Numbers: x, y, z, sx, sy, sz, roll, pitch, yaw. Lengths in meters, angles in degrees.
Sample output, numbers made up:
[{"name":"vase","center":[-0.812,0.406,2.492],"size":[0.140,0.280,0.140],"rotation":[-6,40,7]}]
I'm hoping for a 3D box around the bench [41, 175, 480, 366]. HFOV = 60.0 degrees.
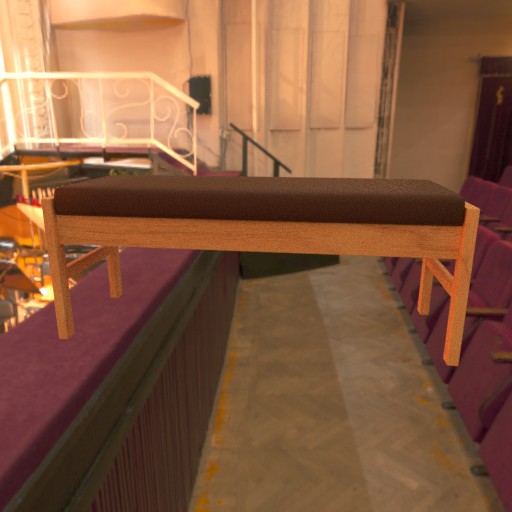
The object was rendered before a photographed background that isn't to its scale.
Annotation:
[{"name":"bench","center":[0.000,0.000,1.447],"size":[1.200,0.480,0.405],"rotation":[2,16,8]}]
